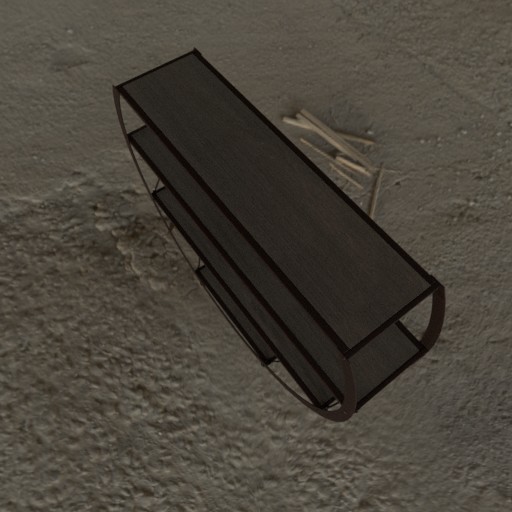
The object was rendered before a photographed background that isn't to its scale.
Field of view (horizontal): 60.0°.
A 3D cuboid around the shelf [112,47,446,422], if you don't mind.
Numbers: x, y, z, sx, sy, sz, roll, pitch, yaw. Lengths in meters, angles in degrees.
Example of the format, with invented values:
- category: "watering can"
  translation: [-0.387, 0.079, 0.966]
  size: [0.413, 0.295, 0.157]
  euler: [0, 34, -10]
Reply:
- category: "shelf"
  translation: [0.000, 0.000, 1.820]
  size: [0.344, 1.063, 1.403]
  euler: [-33, 66, -17]
